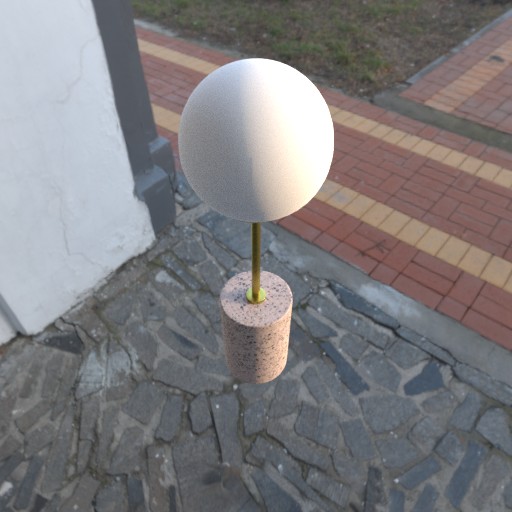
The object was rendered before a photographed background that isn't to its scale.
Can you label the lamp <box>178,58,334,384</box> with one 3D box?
[{"bbox_3d":[0.000,0.000,0.560,0.153,0.480,0.153,0,46,0],"label":"lamp"}]
